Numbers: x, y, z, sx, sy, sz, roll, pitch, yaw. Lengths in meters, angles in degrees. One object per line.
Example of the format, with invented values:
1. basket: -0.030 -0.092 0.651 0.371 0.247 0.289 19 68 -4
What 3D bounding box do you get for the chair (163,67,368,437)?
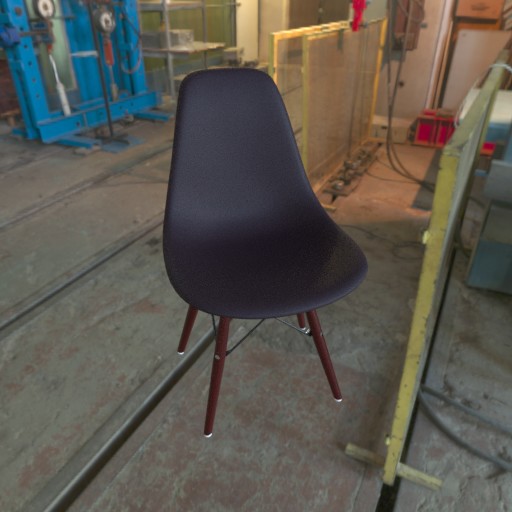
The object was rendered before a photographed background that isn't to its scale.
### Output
1. chair: 0.000 0.000 1.141 0.470 0.826 0.533 -10 33 -15
